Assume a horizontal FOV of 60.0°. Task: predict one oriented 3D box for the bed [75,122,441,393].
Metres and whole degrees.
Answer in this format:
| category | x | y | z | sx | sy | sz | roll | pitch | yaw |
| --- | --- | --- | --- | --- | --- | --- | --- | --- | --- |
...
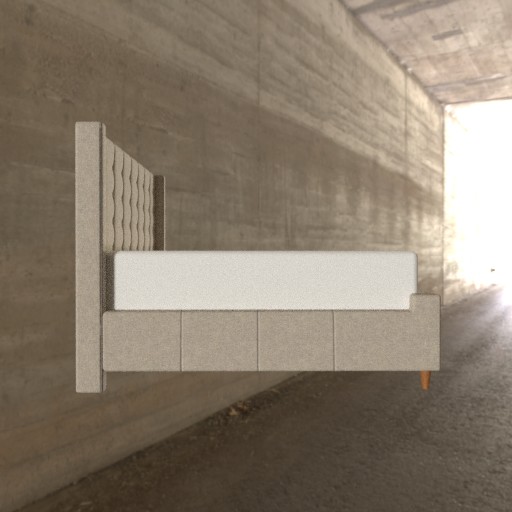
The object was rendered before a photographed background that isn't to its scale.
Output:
| category | x | y | z | sx | sy | sz | roll | pitch | yaw |
| --- | --- | --- | --- | --- | --- | --- | --- | --- | --- |
| bed | 0.000 | 0.000 | 3.854 | 2.370 | 1.743 | 2.045 | 0 | 0 | 0 |
